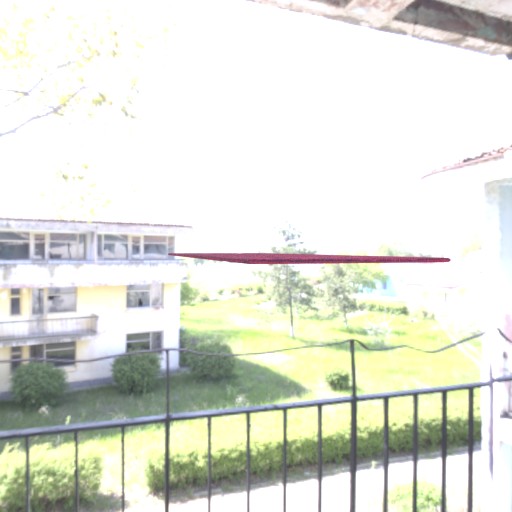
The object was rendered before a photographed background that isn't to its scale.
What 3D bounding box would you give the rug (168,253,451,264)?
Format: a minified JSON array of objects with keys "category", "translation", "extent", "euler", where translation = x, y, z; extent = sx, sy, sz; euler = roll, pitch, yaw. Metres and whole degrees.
[{"category":"rug","translation":[0.000,0.000,2.739],"extent":[0.813,0.018,2.439],"euler":[0,1,-17]}]
